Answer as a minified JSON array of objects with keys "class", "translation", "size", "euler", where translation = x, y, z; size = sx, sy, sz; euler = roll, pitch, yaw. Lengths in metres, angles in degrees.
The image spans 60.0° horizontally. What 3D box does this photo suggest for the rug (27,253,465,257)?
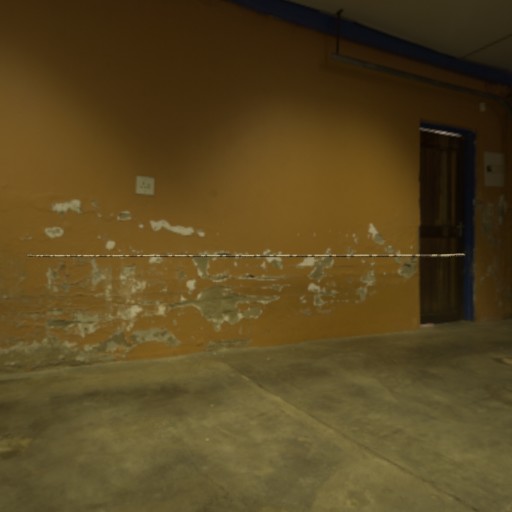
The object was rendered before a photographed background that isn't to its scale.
[{"class":"rug","translation":[0.000,0.000,3.016],"size":[2.425,0.014,1.563],"euler":[0,0,19]}]
